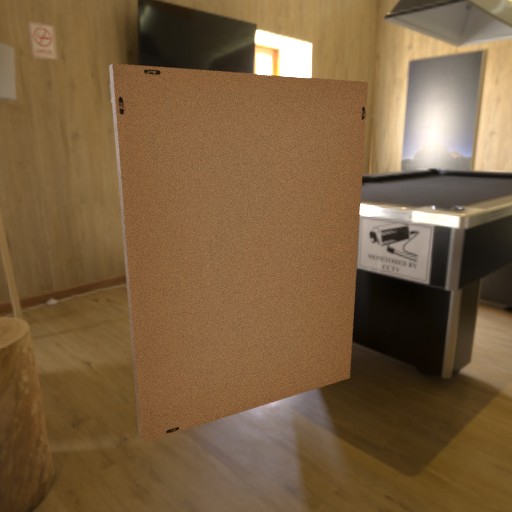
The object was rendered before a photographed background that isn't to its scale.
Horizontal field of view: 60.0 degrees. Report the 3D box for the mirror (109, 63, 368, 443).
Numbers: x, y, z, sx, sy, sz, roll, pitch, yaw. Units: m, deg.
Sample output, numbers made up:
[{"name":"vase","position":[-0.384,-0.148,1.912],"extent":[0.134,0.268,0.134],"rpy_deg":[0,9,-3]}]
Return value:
[{"name":"mirror","position":[0.000,0.000,1.331],"extent":[0.762,1.016,0.041],"rpy_deg":[-8,17,-27]}]
